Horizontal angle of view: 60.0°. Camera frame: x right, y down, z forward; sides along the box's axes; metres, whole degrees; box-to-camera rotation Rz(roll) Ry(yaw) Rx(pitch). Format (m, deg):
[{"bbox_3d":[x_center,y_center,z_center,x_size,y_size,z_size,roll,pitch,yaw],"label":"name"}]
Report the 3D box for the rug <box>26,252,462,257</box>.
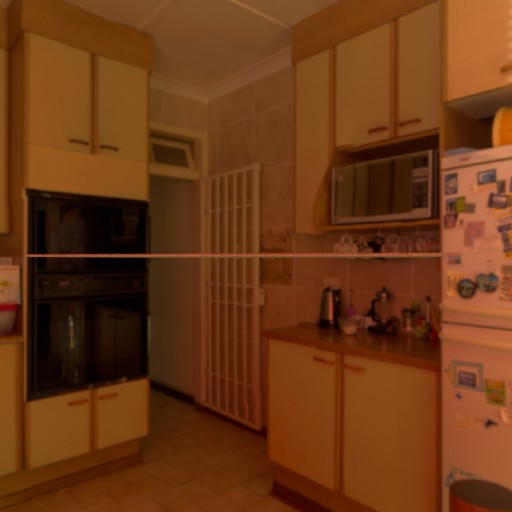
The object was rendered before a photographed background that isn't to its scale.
[{"bbox_3d":[0.000,0.000,2.327,1.829,0.010,1.219,0,0,18],"label":"rug"}]
